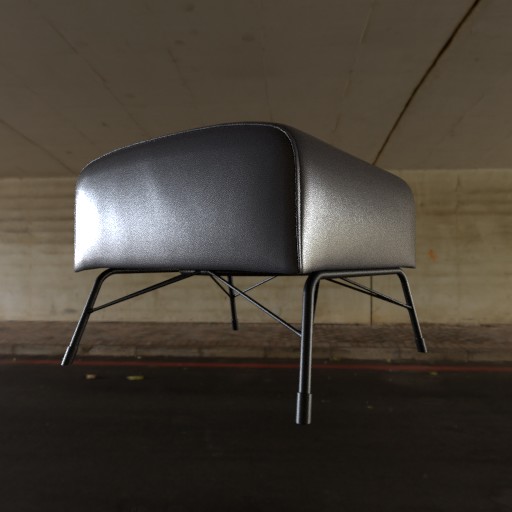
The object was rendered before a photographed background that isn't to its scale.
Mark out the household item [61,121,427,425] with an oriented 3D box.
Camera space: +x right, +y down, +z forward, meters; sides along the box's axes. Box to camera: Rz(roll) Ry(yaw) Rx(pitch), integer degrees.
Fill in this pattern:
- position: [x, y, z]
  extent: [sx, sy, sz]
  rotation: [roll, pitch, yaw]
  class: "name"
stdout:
- position: [0.000, 0.000, 0.896]
  extent: [0.530, 0.410, 0.530]
  rotation: [0, -1, 36]
  class: "household item"
